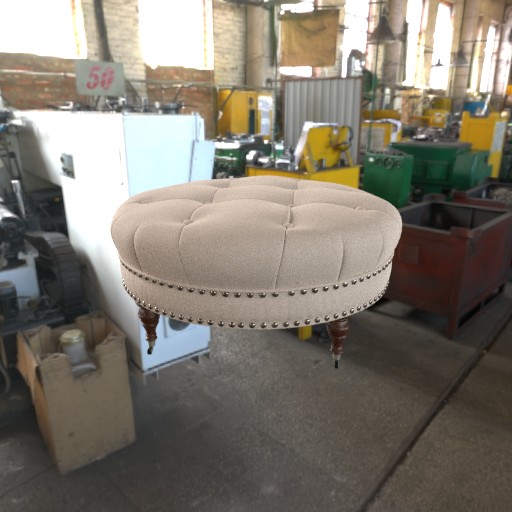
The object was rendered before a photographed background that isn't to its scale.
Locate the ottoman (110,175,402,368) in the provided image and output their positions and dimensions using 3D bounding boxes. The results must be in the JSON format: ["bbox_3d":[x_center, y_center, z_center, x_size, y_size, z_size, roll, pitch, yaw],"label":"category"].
[{"bbox_3d":[0.000,0.000,1.451,0.901,0.439,0.901,0,19,0],"label":"ottoman"}]
